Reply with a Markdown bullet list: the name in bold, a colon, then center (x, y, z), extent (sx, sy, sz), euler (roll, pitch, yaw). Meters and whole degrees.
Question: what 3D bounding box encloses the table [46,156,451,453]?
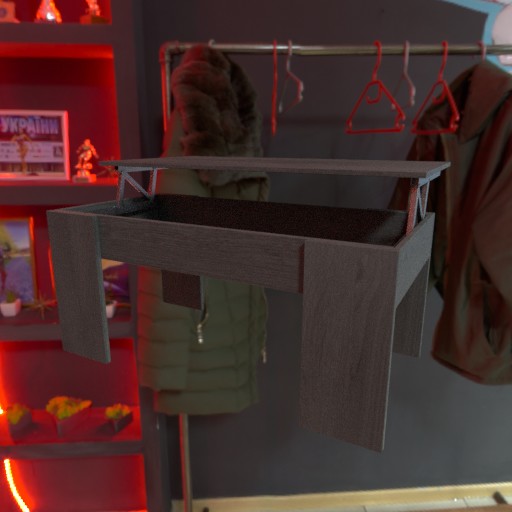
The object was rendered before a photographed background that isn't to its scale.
- **table**: center (0.000, 0.000, 1.389), extent (1.000, 0.570, 0.711), euler (8, 17, 27)
